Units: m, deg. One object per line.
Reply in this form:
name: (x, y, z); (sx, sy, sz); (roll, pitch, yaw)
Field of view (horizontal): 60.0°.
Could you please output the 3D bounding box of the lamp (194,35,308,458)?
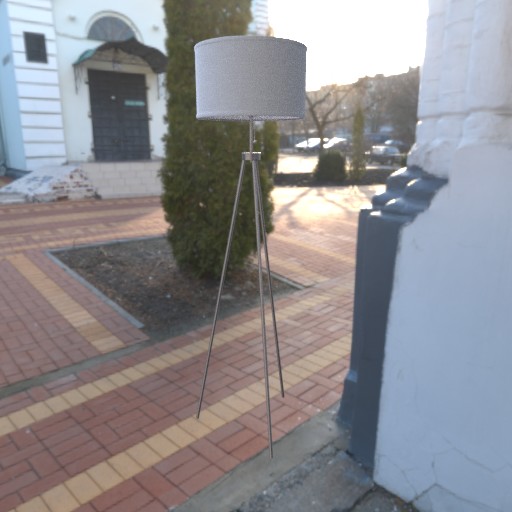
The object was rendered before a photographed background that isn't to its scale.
lamp: (0.000, 0.000, 1.782); (0.448, 1.545, 0.458); (-7, 16, -26)
